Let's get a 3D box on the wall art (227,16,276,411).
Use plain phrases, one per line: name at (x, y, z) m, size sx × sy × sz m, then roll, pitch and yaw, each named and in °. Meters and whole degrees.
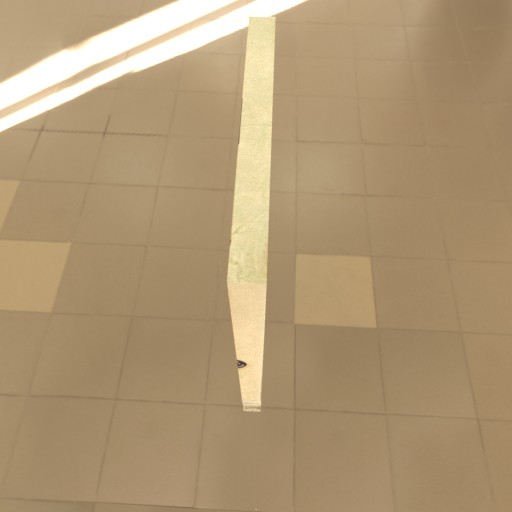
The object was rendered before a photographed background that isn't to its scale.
wall art at (0.000, 0.000, 0.766) m, size 0.036 × 0.607 × 0.403 m, roll 2°, pitch 60°, yaw 1°
